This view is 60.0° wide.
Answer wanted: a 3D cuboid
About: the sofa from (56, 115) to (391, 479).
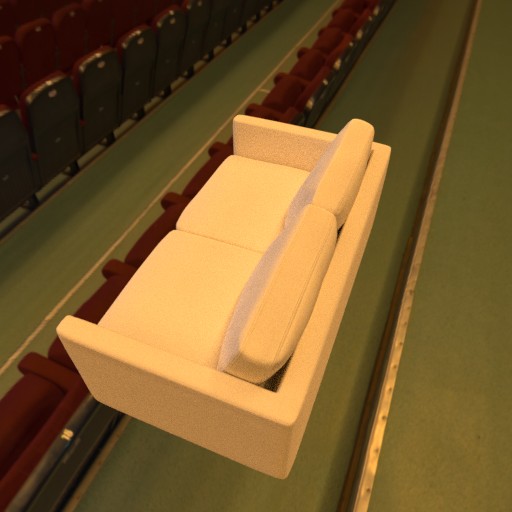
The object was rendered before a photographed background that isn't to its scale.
[{"bbox_3d":[0.000,0.000,2.204,0.964,0.888,1.702,17,49,15],"label":"sofa"}]
